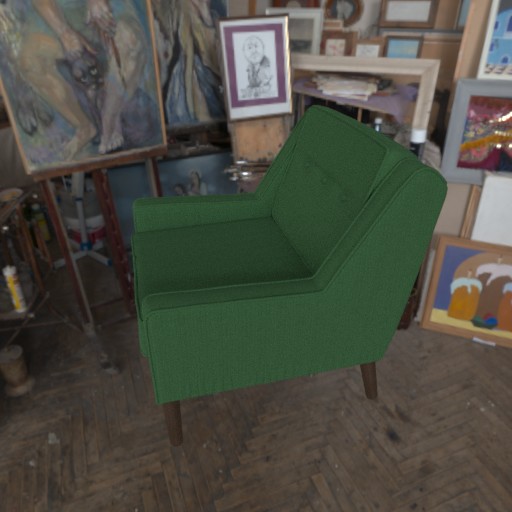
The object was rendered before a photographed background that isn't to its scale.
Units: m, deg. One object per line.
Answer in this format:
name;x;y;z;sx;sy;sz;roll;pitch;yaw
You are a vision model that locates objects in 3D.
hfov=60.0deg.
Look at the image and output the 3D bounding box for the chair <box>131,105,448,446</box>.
chair;0.000;0.000;1.364;0.743;0.792;0.663;-8;32;-13
